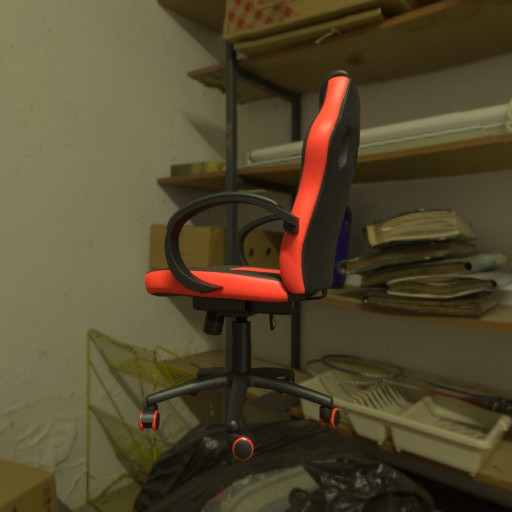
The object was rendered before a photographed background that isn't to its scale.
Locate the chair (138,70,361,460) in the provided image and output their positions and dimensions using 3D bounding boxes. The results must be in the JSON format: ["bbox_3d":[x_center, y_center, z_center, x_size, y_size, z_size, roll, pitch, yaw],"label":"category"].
[{"bbox_3d":[0.000,0.000,1.393,0.642,1.016,0.600,0,-1,20],"label":"chair"}]
